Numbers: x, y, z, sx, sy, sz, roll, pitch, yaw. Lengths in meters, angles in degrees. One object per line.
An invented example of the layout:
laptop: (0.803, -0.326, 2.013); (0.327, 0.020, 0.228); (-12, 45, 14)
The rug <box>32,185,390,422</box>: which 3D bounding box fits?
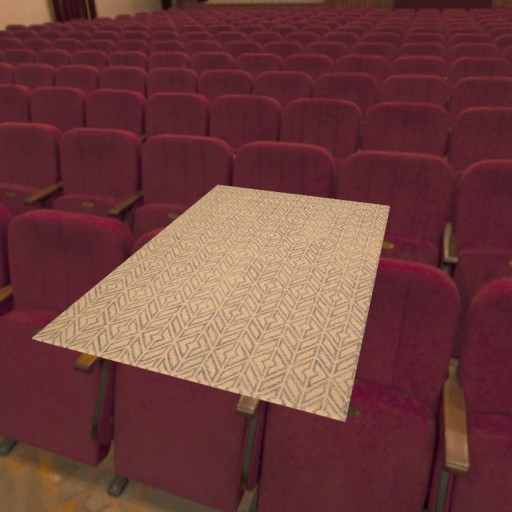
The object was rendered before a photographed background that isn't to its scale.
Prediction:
rug: (0.000, 0.000, 2.311); (1.220, 0.008, 1.824); (10, 31, 17)
